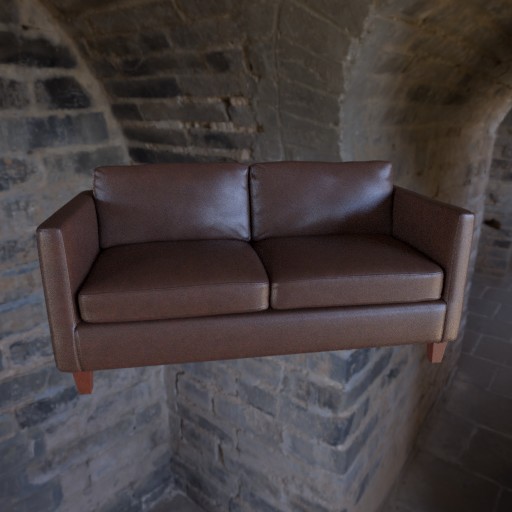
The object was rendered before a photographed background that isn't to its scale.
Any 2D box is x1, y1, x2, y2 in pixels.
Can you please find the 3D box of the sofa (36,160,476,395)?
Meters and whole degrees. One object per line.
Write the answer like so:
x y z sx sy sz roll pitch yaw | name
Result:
0.000 0.000 2.339 1.883 0.933 0.951 -3 18 -9 | sofa
